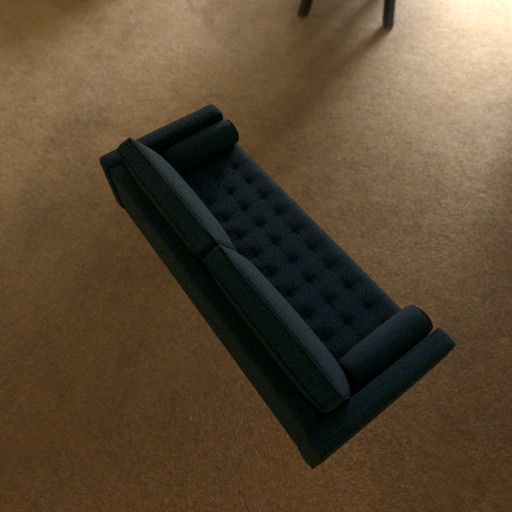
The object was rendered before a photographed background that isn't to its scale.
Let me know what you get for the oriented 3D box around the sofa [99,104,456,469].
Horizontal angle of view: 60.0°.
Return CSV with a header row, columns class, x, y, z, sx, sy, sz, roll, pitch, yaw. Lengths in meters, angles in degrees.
class,x,y,z,sx,sy,sz,roll,pitch,yaw
sofa,0.000,0.000,2.681,0.914,0.762,2.210,-32,64,-18
